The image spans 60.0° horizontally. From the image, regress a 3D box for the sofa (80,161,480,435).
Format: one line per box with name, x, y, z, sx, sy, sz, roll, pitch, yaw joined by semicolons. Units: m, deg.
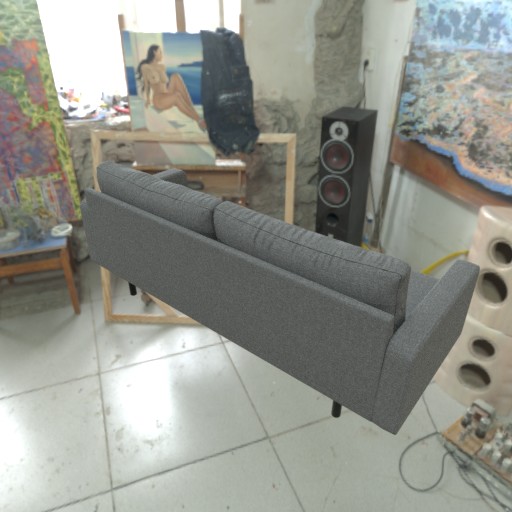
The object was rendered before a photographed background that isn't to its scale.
sofa;0.000;0.000;2.584;2.200;0.880;0.880;23;37;33
